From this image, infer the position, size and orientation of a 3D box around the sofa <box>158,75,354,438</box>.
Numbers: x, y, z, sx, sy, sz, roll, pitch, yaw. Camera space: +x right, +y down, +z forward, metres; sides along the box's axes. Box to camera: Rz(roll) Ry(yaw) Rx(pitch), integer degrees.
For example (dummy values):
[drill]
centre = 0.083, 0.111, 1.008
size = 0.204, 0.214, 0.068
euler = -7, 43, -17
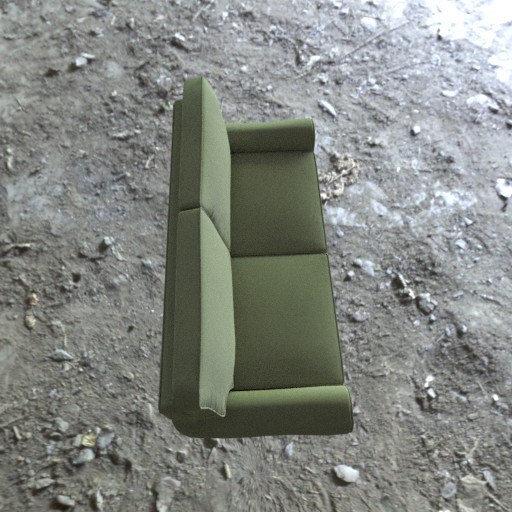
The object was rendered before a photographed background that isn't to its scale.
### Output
[sofa]
centre = 0.000, 0.000, 2.383
size = 0.841, 1.024, 1.823
euler = -2, 64, -1
